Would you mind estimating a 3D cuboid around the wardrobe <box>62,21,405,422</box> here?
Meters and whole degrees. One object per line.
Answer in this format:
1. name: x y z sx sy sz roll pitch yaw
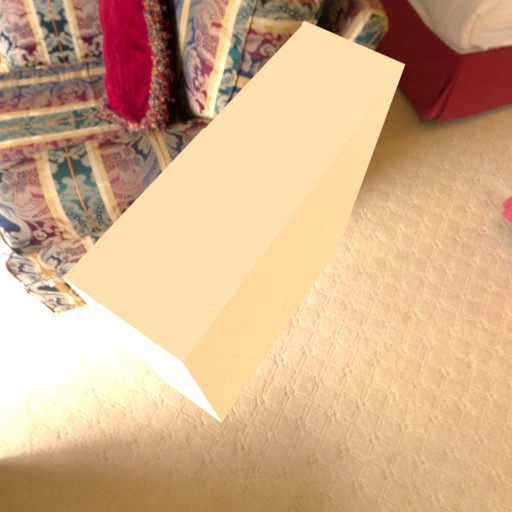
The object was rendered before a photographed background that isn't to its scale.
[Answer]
1. wardrobe: 0.000 0.000 2.905 0.600 2.020 1.830 31 68 14
